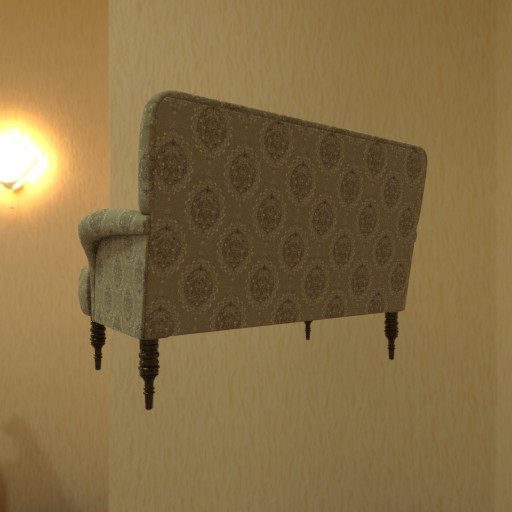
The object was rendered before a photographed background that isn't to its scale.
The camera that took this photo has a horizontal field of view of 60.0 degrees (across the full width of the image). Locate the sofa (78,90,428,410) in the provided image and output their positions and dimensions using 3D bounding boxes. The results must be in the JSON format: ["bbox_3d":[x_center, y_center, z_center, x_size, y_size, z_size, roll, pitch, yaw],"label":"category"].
[{"bbox_3d":[0.000,0.000,1.785,1.297,0.889,0.779,0,0,-35],"label":"sofa"}]
